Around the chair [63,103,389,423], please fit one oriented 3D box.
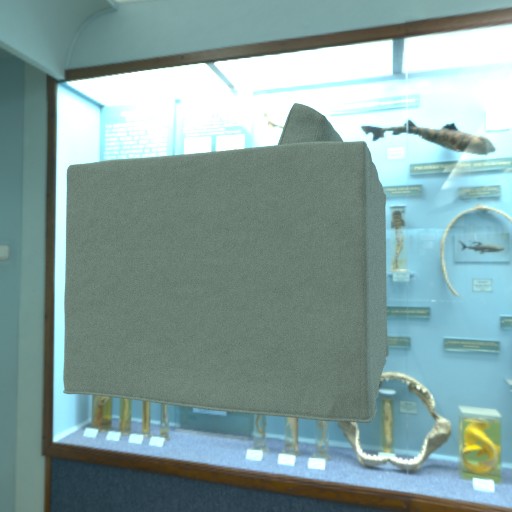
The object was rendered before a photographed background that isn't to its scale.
[{"bbox_3d":[0.000,0.000,1.710,0.949,0.863,1.057,-1,-2,19],"label":"chair"}]
